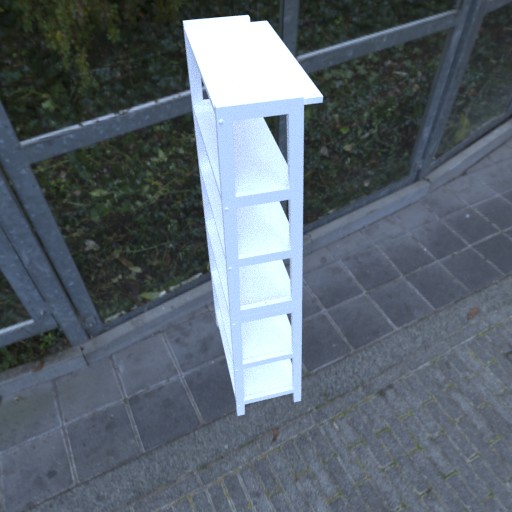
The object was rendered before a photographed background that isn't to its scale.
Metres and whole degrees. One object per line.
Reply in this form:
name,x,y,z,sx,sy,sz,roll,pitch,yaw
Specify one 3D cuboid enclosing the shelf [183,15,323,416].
shelf,0.000,0.000,2.097,0.381,1.892,0.660,-10,47,-10
